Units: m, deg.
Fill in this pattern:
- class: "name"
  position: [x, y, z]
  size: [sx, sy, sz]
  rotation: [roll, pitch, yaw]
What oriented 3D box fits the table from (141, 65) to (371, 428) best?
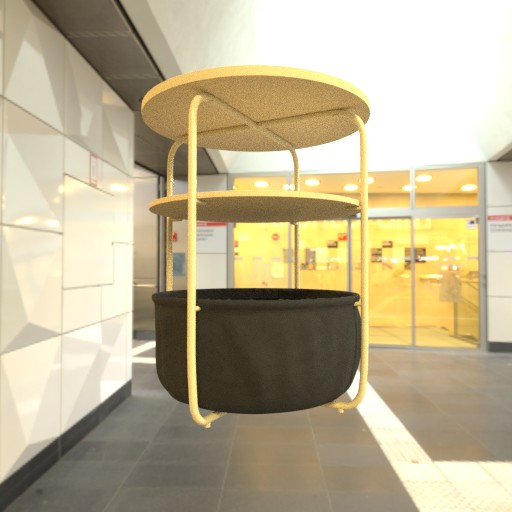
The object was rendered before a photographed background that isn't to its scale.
- class: "table"
  position: [0.000, 0.000, 0.831]
  size: [0.418, 0.532, 0.418]
  rotation: [0, -1, -18]
